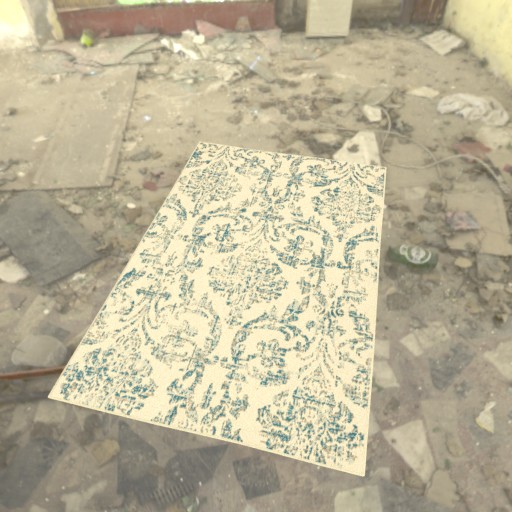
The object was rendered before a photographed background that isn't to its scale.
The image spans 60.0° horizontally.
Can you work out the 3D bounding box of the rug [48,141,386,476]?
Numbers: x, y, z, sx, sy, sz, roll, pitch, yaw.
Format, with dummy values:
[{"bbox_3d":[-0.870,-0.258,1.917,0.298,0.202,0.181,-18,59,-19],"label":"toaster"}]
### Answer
[{"bbox_3d":[0.000,0.000,2.220,1.213,0.012,1.831,10,48,9],"label":"rug"}]
